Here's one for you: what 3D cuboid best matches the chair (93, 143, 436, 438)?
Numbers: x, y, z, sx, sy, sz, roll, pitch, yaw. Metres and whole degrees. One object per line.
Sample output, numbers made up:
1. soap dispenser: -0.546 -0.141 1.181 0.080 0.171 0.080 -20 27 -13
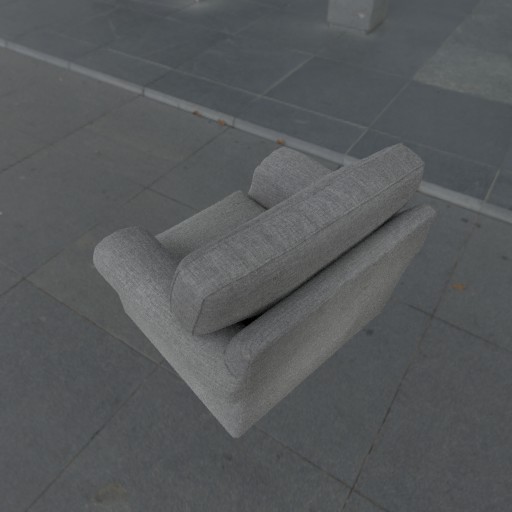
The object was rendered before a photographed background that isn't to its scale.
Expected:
1. chair: 0.000 0.000 1.851 1.092 0.961 0.965 -33 55 -27
